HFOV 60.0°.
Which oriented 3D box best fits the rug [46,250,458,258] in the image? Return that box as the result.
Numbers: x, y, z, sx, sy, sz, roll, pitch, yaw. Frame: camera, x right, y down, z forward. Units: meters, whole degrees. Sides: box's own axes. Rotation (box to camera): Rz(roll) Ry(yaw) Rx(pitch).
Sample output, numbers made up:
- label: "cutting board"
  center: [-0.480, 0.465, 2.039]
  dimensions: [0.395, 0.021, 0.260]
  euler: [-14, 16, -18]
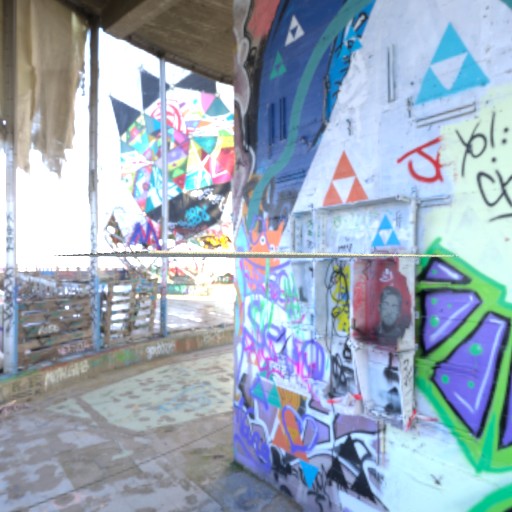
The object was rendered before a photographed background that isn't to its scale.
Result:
- label: "rug"
  center: [0.000, 0.000, 2.329]
  dimensions: [1.802, 0.008, 1.247]
  euler: [1, -1, -36]
